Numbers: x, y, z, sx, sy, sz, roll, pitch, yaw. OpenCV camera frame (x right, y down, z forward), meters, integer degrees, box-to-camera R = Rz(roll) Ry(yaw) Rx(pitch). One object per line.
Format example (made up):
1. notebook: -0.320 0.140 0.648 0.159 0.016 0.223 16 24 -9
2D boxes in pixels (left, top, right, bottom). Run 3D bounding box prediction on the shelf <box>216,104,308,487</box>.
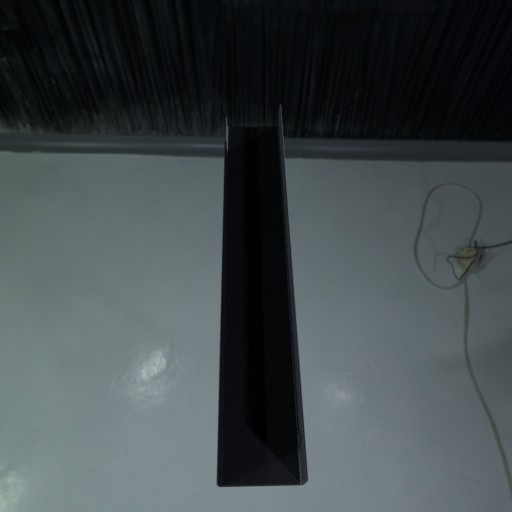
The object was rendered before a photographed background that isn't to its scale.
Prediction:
1. shelf: 0.000 0.000 0.659 0.102 0.053 0.605 -1 58 -1
